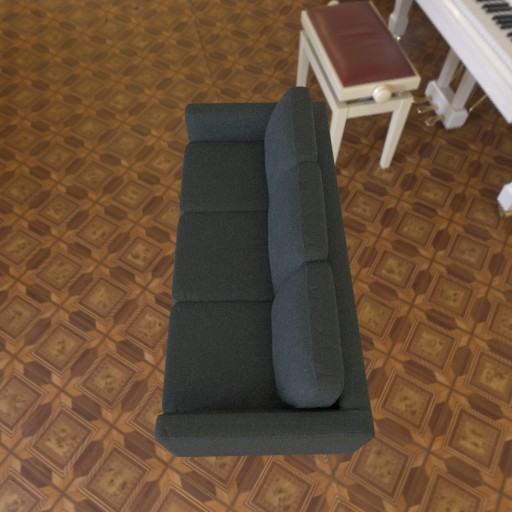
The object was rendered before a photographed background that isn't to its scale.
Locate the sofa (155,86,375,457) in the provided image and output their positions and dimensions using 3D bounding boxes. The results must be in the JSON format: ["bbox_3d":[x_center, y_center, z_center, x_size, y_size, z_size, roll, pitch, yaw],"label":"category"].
[{"bbox_3d":[0.000,0.000,2.508,0.935,0.945,2.013,-1,59,-1],"label":"sofa"}]
